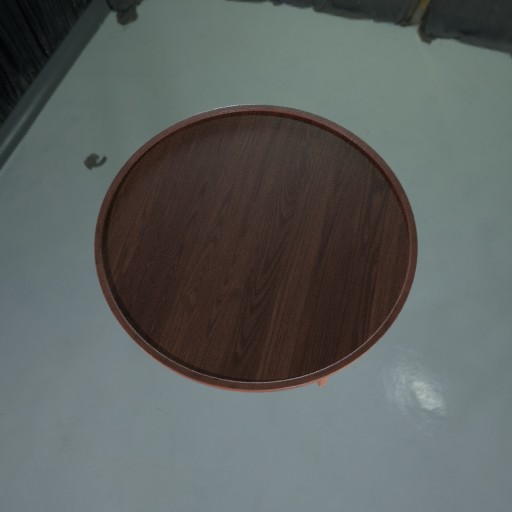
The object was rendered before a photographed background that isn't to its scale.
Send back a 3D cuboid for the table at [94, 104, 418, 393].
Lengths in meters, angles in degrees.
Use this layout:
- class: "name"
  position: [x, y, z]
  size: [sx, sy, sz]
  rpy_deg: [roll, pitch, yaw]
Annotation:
- class: "table"
  position: [0.000, 0.000, 1.271]
  size: [0.800, 0.360, 0.800]
  rpy_deg: [0, 65, 0]
